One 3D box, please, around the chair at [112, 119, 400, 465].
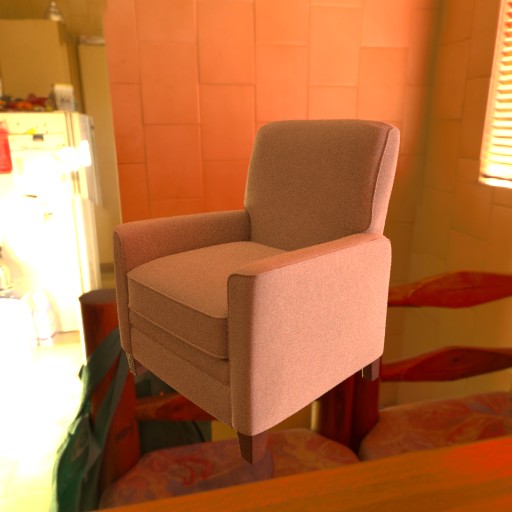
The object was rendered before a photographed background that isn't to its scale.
[{"bbox_3d":[0.000,0.000,1.722,0.859,1.023,0.845,-15,22,-42],"label":"chair"}]
